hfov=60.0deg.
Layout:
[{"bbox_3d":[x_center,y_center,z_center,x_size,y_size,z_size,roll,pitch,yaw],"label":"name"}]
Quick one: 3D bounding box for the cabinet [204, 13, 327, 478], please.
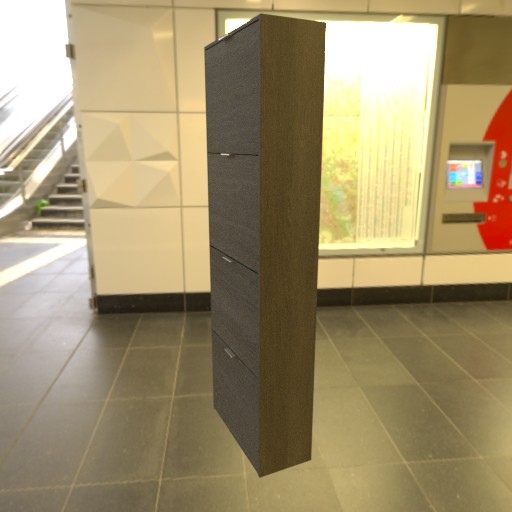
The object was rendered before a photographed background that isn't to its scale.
[{"bbox_3d":[0.000,0.000,1.789,0.255,1.630,0.520,-7,15,-24],"label":"cabinet"}]
